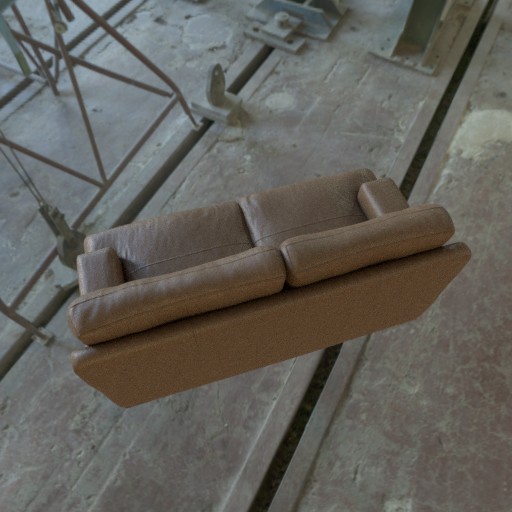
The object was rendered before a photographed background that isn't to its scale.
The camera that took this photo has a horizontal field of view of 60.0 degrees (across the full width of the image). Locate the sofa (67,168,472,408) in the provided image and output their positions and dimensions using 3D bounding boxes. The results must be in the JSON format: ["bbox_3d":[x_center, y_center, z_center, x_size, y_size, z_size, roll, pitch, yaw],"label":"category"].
[{"bbox_3d":[0.000,0.000,2.405,1.855,0.980,0.962,-15,60,-9],"label":"sofa"}]
